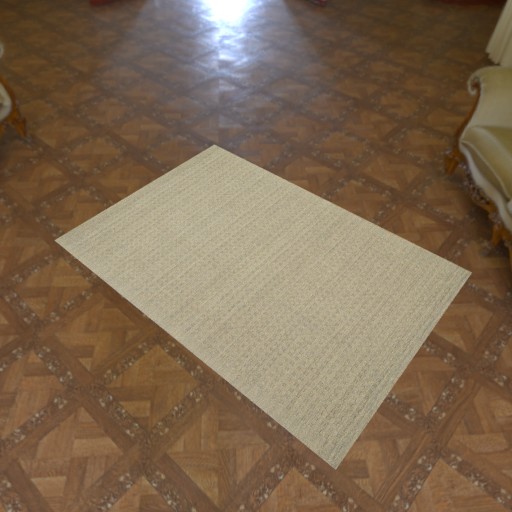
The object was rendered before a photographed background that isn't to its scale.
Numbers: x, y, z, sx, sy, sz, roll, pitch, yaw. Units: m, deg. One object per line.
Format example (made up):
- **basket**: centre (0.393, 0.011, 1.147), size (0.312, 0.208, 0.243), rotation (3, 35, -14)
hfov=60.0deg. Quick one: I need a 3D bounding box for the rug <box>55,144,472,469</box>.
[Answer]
- **rug**: centre (0.000, 0.000, 3.713), size (2.895, 0.006, 1.981), rotation (32, 54, 27)
